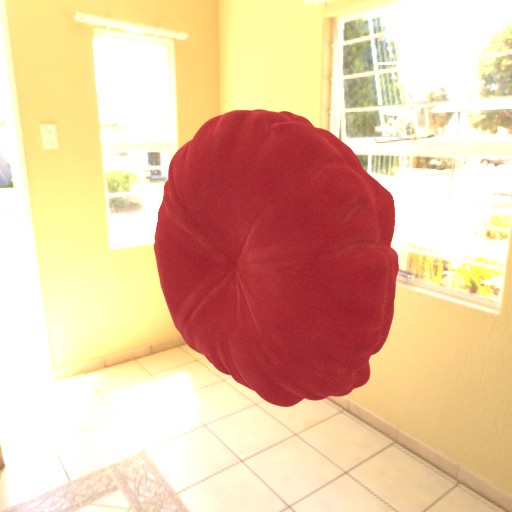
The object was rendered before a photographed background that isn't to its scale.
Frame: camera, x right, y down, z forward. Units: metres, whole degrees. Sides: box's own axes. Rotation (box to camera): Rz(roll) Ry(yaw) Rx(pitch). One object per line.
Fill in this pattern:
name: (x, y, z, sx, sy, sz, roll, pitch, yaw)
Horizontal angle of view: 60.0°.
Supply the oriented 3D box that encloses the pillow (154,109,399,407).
pillow: (0.000, 0.000, 0.646, 0.428, 0.407, 0.148, 13, 20, 42)
